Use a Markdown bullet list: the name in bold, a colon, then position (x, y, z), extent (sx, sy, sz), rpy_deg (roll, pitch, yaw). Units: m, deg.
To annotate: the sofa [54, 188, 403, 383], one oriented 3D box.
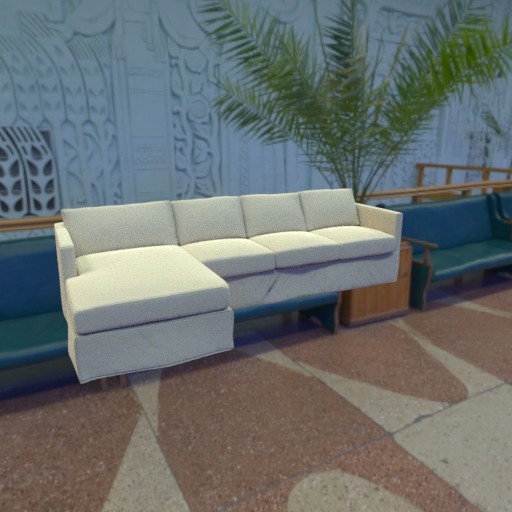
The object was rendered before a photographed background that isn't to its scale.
- **sofa**: position (0.000, 0.000, 3.911), extent (3.205, 0.922, 1.650), rpy_deg (-7, 17, -25)
